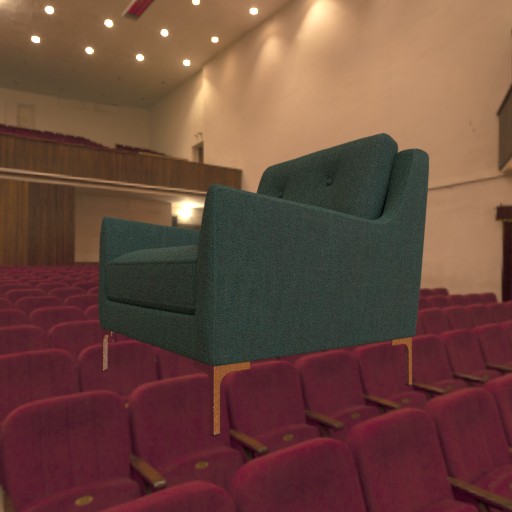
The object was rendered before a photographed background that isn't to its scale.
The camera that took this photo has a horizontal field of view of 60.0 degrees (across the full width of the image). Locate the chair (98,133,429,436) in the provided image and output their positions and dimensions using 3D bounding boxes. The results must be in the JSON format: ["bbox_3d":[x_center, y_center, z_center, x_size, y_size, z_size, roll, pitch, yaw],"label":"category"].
[{"bbox_3d":[0.000,0.000,1.546,0.849,0.828,0.847,1,-2,-36],"label":"chair"}]
